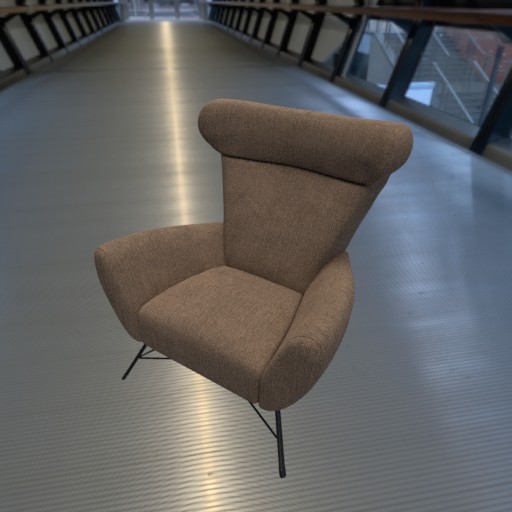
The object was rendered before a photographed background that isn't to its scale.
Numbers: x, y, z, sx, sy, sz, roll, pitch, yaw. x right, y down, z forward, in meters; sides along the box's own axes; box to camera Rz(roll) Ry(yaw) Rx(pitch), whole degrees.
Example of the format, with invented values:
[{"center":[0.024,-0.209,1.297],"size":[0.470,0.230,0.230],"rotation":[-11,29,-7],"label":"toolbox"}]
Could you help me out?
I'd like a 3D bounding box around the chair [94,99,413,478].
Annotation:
[{"center":[0.000,0.000,1.755],"size":[0.980,1.040,0.900],"rotation":[19,36,29],"label":"chair"}]
